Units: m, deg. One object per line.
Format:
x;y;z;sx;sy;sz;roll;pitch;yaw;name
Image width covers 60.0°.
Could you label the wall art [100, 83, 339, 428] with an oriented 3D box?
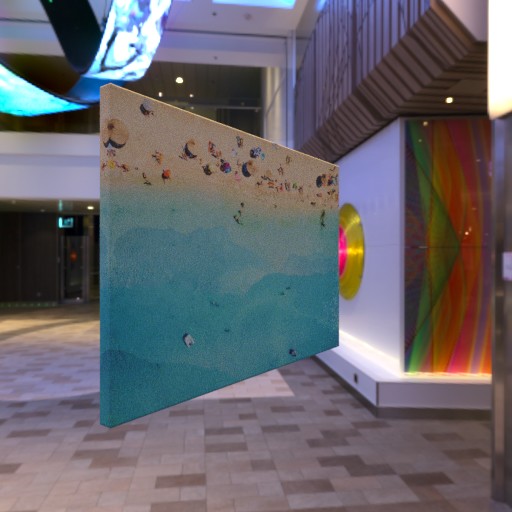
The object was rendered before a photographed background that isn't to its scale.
0.000;0.000;1.451;0.040;0.769;1.136;0;0;37;wall art
